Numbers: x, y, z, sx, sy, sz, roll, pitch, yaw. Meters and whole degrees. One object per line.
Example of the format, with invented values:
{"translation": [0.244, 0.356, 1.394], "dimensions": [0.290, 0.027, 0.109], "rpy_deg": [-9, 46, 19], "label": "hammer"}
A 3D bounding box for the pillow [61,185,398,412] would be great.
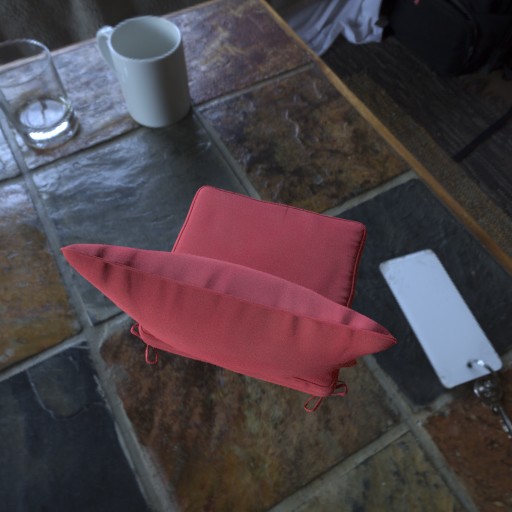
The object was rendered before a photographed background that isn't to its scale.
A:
{"translation": [0.000, 0.000, 1.388], "dimensions": [0.798, 0.725, 0.733], "rpy_deg": [15, 63, 7], "label": "pillow"}
